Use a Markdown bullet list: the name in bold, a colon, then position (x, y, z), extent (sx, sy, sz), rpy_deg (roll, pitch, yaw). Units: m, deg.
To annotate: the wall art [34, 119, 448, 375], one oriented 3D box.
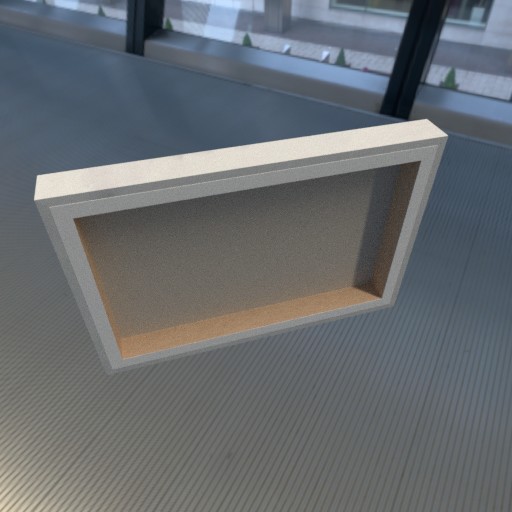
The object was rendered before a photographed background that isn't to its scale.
- **wall art**: position (0.000, 0.000, 0.493), extent (0.381, 0.254, 0.038), rpy_deg (-11, 44, -12)
